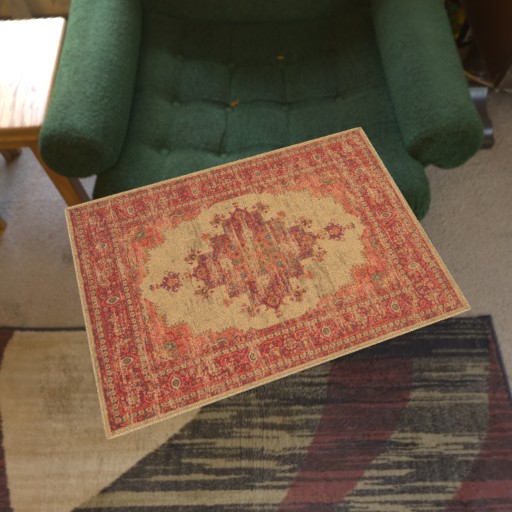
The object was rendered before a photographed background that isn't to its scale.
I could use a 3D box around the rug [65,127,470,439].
[{"bbox_3d":[0.000,0.000,2.860,2.232,0.011,1.555,-17,64,-9],"label":"rug"}]
